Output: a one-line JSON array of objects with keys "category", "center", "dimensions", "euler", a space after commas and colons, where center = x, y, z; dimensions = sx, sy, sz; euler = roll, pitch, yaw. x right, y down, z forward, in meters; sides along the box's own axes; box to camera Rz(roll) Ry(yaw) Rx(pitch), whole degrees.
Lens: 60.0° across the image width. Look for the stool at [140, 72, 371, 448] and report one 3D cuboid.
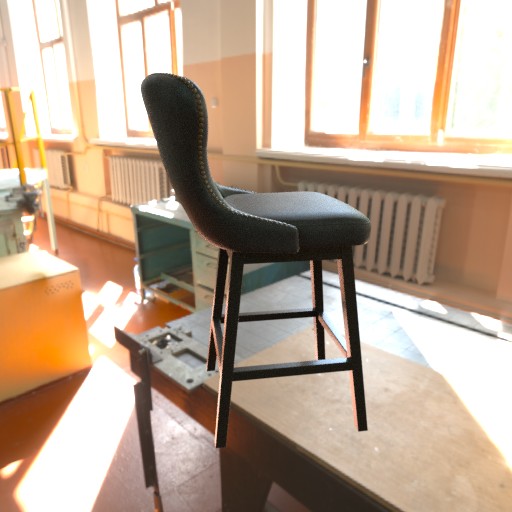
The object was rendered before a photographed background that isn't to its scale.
[{"category": "stool", "center": [0.000, 0.000, 1.309], "dimensions": [0.593, 0.971, 0.528], "euler": [-3, 17, -9]}]
